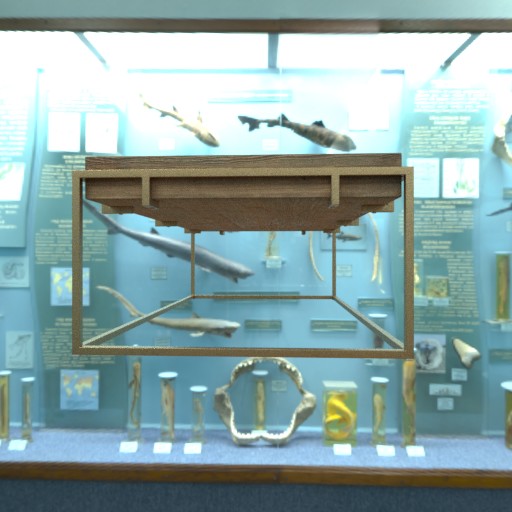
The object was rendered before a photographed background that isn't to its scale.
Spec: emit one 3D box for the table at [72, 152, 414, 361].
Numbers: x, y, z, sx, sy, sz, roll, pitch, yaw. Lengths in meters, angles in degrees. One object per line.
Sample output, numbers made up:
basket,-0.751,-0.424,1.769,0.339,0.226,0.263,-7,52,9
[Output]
table,0.000,0.000,1.693,0.775,0.468,1.387,0,0,3
